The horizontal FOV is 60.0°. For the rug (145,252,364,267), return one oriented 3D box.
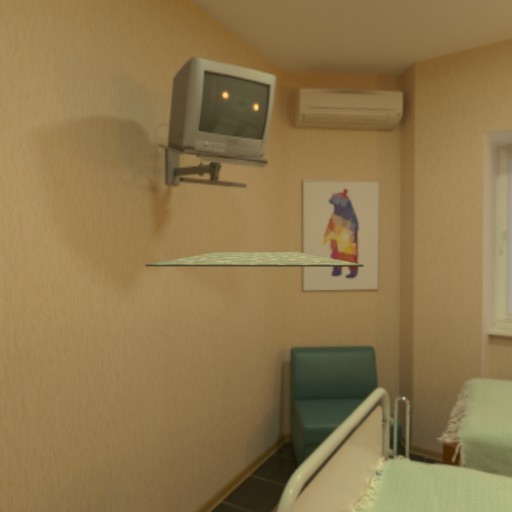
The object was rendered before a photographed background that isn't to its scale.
[{"bbox_3d":[0.000,0.000,2.509,0.684,0.009,2.275,0,2,0],"label":"rug"}]
